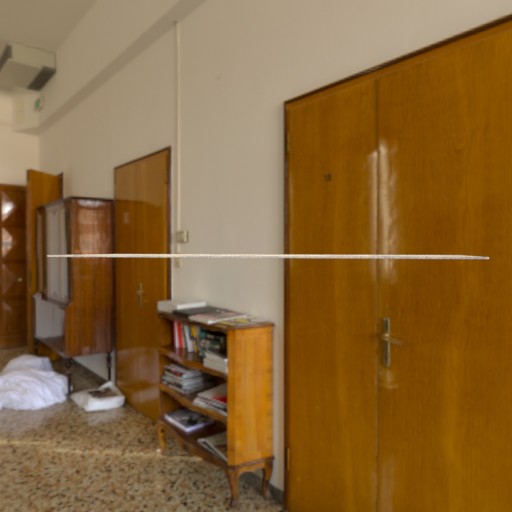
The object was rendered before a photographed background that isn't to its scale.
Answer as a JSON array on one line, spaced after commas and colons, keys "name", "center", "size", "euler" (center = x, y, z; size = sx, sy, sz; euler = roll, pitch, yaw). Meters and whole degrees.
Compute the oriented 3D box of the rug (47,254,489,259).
[{"name": "rug", "center": [0.000, 0.000, 2.722], "size": [2.435, 0.011, 0.750], "euler": [0, 1, 16]}]
